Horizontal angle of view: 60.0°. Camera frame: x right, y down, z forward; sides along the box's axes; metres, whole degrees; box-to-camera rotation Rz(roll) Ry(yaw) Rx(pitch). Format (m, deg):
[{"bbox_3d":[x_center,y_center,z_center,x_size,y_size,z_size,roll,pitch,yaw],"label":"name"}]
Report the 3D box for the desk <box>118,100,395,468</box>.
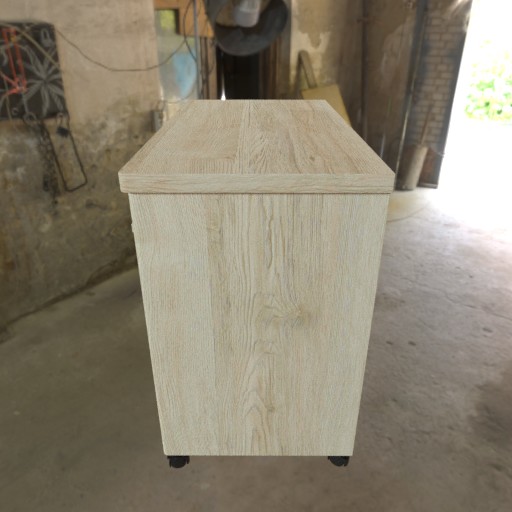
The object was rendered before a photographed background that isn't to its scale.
[{"bbox_3d":[0.000,0.000,1.327,0.480,0.770,0.885,0,27,0],"label":"desk"}]
